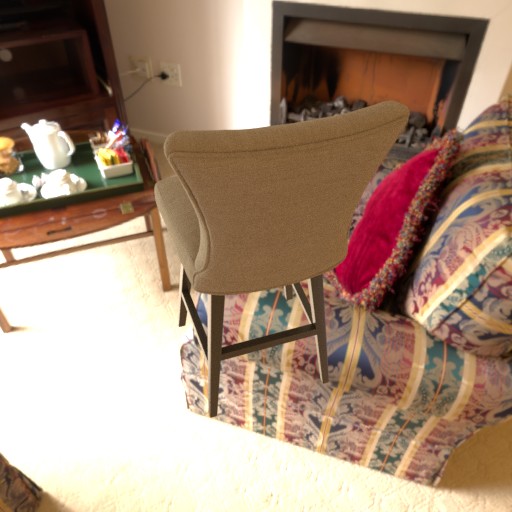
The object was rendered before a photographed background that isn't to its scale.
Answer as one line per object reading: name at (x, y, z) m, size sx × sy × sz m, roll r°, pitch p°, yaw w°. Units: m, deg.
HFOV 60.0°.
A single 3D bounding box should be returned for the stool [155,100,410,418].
stool at (0.000, 0.000, 1.370) m, size 0.514 × 1.086 × 0.574 m, roll -12°, pitch 43°, yaw -14°
